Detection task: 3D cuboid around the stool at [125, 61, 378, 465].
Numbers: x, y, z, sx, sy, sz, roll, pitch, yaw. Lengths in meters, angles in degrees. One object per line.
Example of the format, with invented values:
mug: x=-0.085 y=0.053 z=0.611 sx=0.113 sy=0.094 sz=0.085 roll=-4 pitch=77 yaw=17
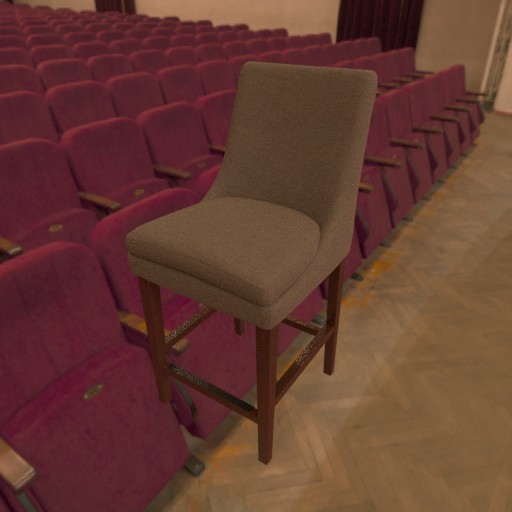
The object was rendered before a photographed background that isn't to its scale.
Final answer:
stool: x=0.000 y=0.000 z=1.290 sx=0.470 sy=0.981 sz=0.577 roll=18 pitch=34 yaw=29
